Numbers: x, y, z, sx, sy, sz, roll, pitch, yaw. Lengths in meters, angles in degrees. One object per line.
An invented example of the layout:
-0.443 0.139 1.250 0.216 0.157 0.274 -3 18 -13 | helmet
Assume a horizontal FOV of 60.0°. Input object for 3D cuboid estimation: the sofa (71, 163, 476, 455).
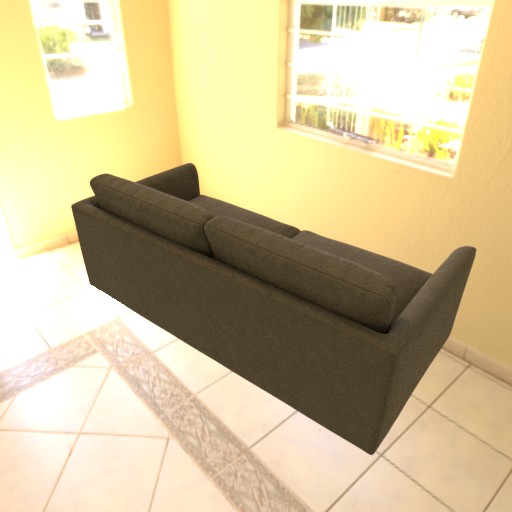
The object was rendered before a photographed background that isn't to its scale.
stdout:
0.000 0.000 2.761 2.257 0.838 1.092 22 38 32 | sofa
